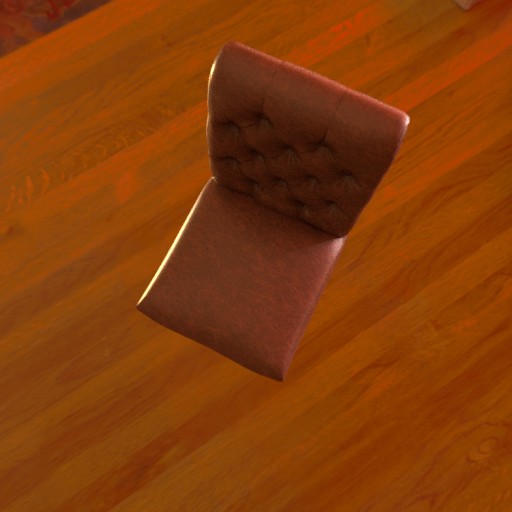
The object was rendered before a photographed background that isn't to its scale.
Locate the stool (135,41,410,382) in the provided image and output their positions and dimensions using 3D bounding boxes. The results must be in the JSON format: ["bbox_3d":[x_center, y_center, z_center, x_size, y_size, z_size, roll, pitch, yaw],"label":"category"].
[{"bbox_3d":[0.000,0.000,1.437,0.486,1.084,0.660,25,77,6],"label":"stool"}]
